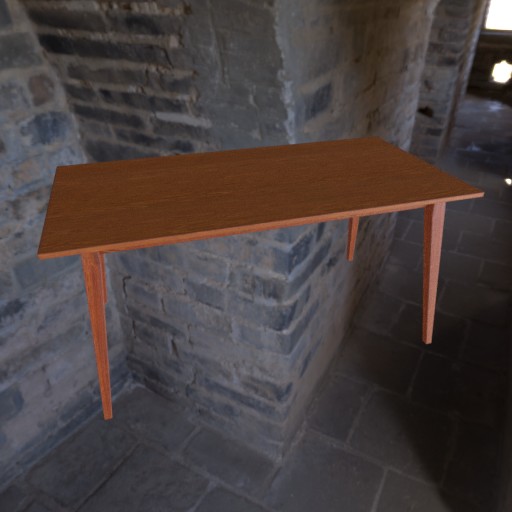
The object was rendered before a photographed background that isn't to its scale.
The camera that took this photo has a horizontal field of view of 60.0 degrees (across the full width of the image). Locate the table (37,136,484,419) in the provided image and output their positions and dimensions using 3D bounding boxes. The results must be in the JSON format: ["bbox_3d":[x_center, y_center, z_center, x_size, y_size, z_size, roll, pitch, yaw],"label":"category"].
[{"bbox_3d":[0.000,0.000,2.040,1.609,0.755,0.811,-9,32,-15],"label":"table"}]
